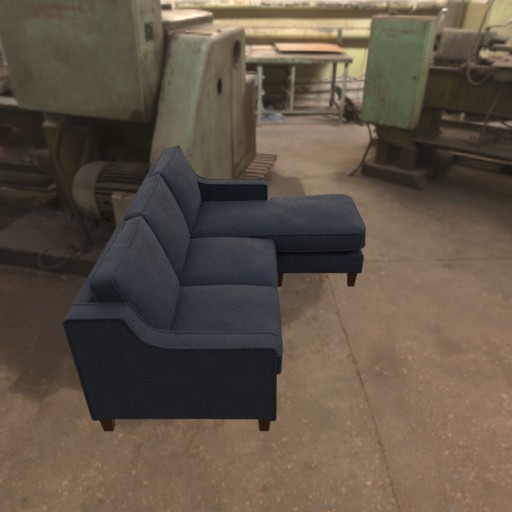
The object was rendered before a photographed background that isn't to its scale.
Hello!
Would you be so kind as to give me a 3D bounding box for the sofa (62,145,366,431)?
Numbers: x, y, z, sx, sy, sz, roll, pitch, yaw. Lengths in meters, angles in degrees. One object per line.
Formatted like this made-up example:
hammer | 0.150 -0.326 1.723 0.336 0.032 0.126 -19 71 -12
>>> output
sofa | 0.000 0.000 3.276 1.858 1.066 2.317 0 31 0
